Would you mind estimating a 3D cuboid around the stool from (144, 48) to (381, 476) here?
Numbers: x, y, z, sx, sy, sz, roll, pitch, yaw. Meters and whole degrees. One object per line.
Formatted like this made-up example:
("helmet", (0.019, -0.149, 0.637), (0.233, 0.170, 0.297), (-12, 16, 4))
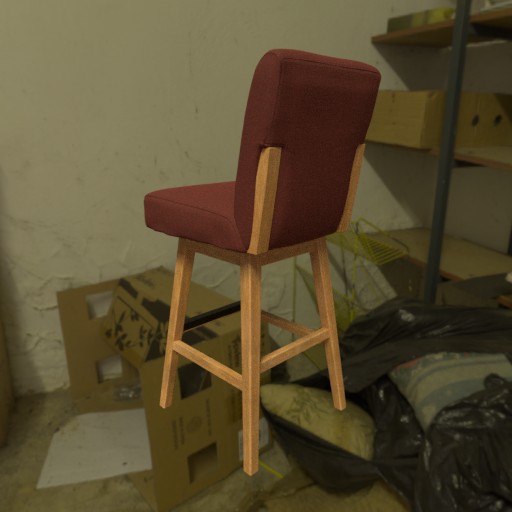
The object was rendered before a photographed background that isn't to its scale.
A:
("stool", (0.000, 0.000, 1.378), (0.468, 1.093, 0.562), (-15, 22, -42))
